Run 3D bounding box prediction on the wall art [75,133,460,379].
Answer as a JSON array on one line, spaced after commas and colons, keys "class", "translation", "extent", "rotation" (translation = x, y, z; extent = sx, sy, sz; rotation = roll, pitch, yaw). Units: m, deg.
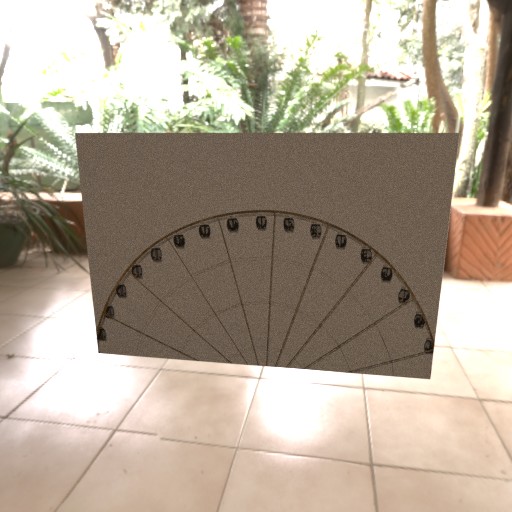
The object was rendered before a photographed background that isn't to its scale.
[{"class": "wall art", "translation": [0.000, 0.000, 1.122], "extent": [0.898, 0.601, 0.038], "rotation": [2, 16, 9]}]
